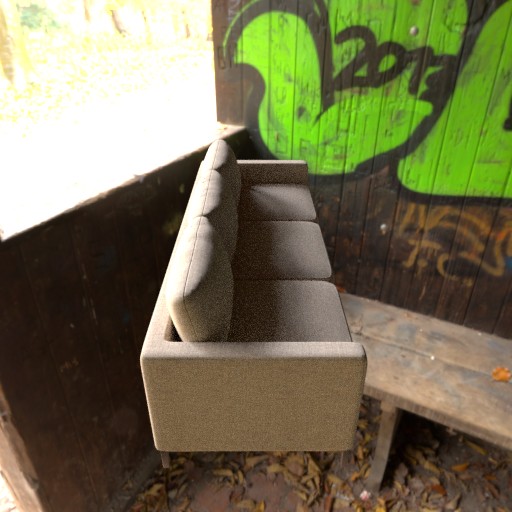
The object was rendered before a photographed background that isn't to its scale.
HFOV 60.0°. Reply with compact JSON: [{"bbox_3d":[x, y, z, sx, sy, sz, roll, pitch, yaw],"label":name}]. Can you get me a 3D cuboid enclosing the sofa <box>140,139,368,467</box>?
[{"bbox_3d":[0.000,0.000,2.661,0.859,0.874,2.218,0,31,0],"label":"sofa"}]
